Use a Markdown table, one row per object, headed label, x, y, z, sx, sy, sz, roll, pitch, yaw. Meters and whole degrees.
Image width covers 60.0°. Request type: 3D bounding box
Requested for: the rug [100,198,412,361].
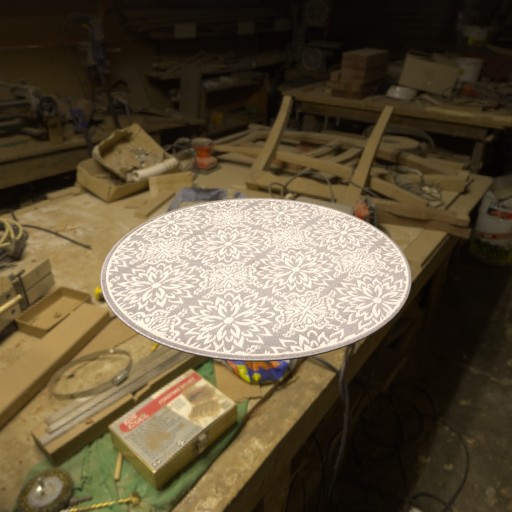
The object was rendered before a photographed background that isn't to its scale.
| label | x | y | z | sx | sy | sz | roll | pitch | yaw |
| --- | --- | --- | --- | --- | --- | --- | --- | --- | --- |
| rug | 0.000 | 0.000 | 2.369 | 1.593 | 0.012 | 1.593 | 0 | 30 | 0 |
